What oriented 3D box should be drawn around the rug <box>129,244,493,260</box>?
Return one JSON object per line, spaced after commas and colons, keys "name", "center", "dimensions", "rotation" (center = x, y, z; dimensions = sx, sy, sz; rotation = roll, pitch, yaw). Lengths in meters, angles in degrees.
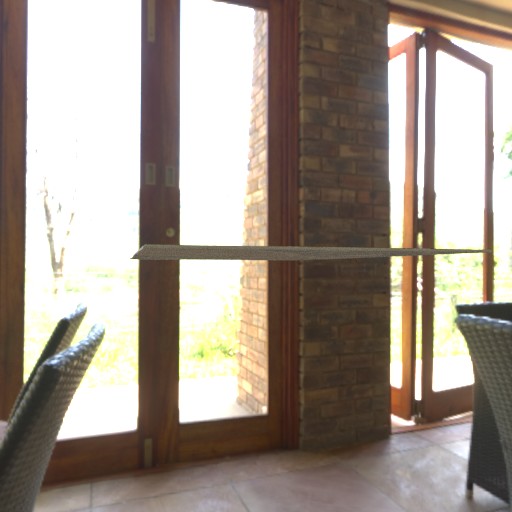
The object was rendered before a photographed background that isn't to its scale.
{"name": "rug", "center": [0.000, 0.000, 2.829], "dimensions": [1.514, 0.014, 2.275], "rotation": [0, -2, -17]}
